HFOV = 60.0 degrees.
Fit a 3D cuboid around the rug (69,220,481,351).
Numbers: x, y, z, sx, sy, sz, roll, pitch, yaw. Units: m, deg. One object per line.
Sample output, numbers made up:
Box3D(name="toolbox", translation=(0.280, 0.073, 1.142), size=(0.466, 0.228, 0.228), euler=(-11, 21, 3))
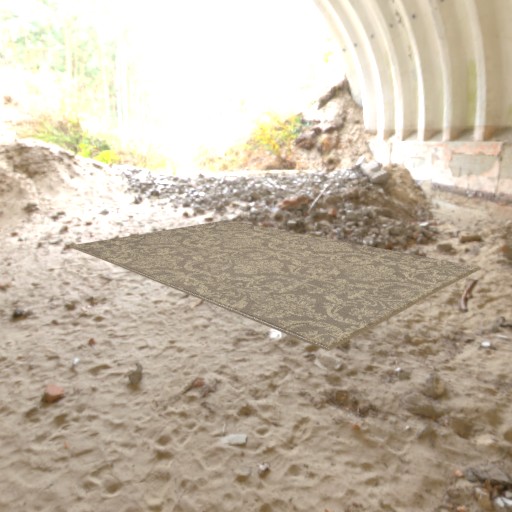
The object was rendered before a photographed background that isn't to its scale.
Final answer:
Box3D(name="rug", translation=(0.000, 0.000, 3.496), size=(1.819, 0.018, 2.746), euler=(-14, 20, -43))
